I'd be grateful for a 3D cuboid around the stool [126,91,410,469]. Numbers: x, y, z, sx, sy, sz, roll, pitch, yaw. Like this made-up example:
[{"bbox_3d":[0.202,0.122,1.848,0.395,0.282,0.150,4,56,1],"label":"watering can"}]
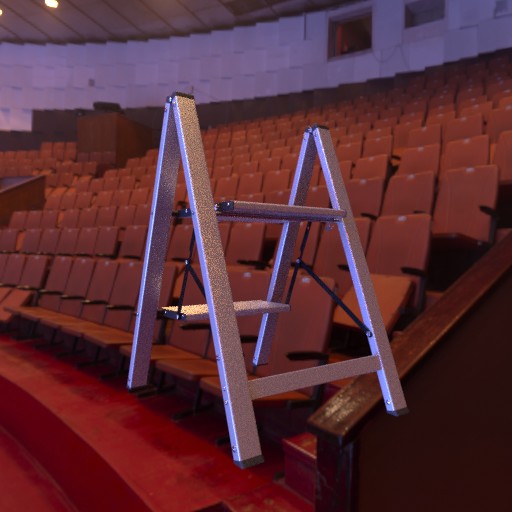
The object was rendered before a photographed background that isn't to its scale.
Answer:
[{"bbox_3d":[0.000,0.000,1.040,0.440,0.670,0.535,0,0,-36],"label":"stool"}]
